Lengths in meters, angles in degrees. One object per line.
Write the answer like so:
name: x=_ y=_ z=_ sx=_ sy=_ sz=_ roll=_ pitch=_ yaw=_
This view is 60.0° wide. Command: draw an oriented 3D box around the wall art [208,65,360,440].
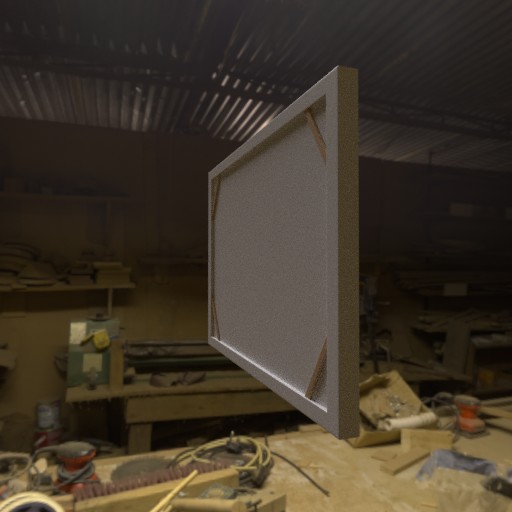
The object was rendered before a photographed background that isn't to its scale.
wall art: x=0.000 y=0.000 z=1.157 sx=0.038 sy=0.609 sz=0.914 roll=0 pitch=-1 yaw=-19
